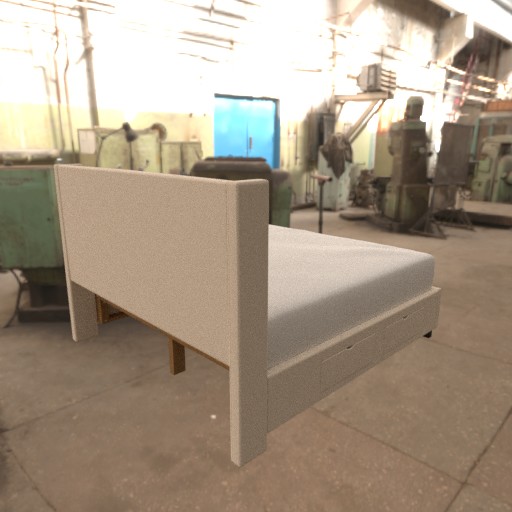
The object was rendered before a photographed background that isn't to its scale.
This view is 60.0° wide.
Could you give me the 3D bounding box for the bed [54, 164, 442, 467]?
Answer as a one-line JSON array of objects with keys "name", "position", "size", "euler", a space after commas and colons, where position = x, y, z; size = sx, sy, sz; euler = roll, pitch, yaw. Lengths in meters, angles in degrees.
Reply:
[{"name": "bed", "position": [0.000, 0.000, 3.612], "size": [2.293, 1.471, 2.145], "euler": [-14, 20, -42]}]
